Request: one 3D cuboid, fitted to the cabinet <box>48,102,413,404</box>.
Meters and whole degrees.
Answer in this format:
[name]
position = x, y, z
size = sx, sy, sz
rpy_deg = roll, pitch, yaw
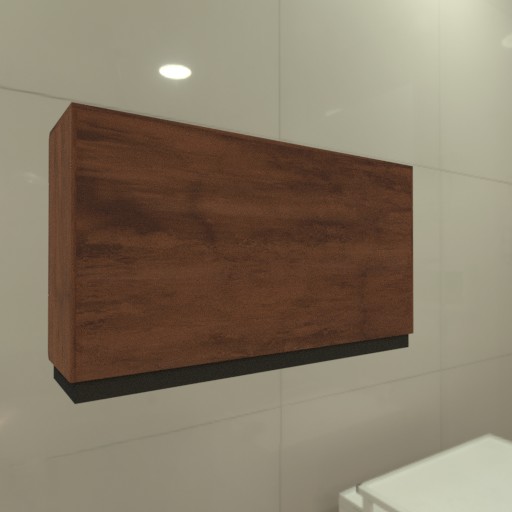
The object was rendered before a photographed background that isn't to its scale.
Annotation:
[cabinet]
position = 0.000, 0.000, 1.929
size = 1.600, 0.900, 0.420
rpy_deg = 0, -1, -34
